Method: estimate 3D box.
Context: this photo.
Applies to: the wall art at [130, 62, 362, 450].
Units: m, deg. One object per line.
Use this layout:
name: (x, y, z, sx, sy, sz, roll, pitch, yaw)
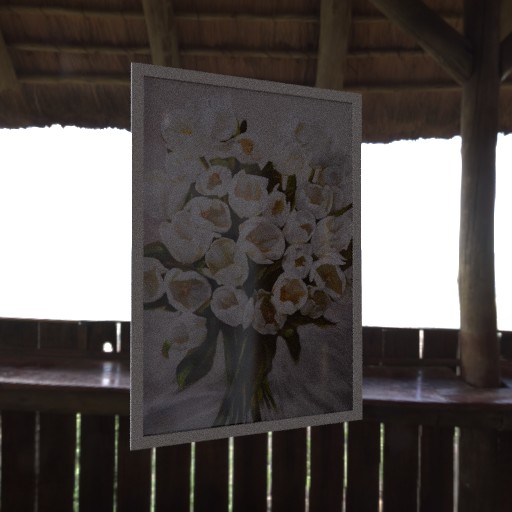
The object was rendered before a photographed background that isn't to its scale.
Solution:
wall art: (0.000, 0.000, 1.215, 0.660, 0.965, 0.015, 0, 0, -19)
